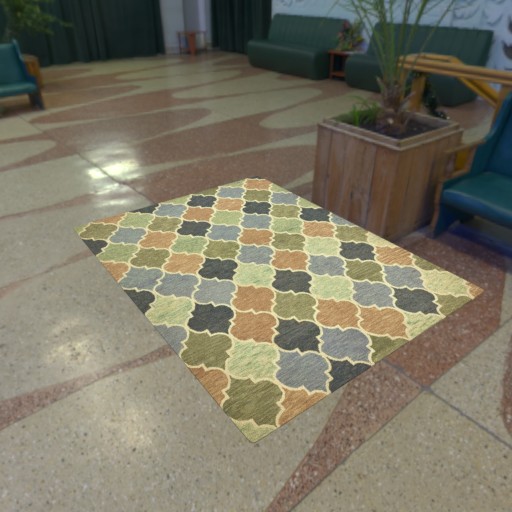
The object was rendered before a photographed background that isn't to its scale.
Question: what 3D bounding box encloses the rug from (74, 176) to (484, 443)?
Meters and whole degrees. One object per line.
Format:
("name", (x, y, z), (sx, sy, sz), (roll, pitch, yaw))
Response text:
("rug", (0.000, 0.000, 4.206), (2.439, 0.013, 3.200), (-22, 38, -30))
